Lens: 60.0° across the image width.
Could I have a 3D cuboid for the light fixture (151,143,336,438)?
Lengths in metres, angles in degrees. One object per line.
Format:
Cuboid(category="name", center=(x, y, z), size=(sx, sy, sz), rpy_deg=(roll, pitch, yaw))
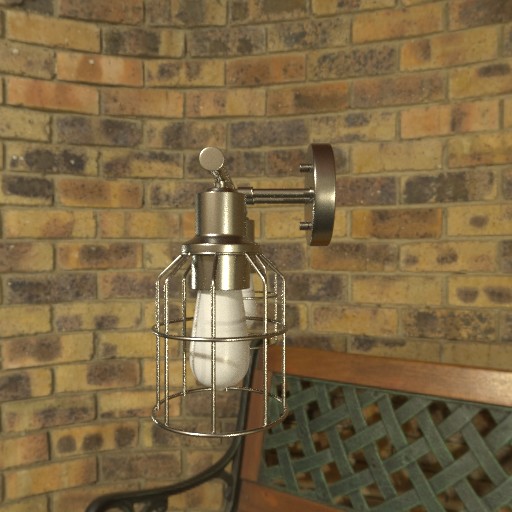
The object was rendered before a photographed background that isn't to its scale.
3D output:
Cuboid(category="light fixture", center=(0.000, 0.000, 0.509), size=(0.165, 0.254, 0.406), rpy_deg=(0, 0, 1))
